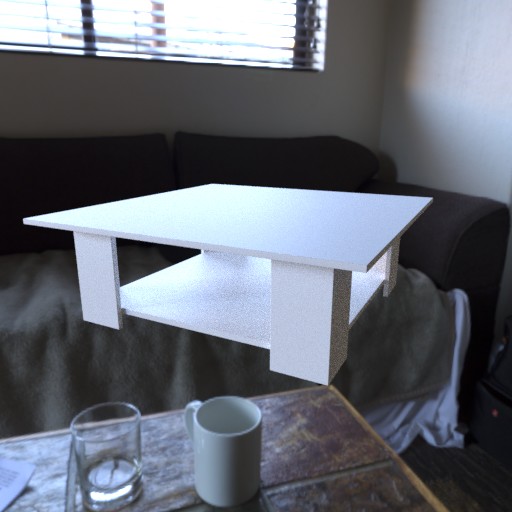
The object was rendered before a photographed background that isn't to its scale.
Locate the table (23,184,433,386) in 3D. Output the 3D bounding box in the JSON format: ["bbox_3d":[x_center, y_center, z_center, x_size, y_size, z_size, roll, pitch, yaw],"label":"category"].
[{"bbox_3d":[0.000,0.000,1.363,0.890,0.305,0.890,8,18,27],"label":"table"}]
